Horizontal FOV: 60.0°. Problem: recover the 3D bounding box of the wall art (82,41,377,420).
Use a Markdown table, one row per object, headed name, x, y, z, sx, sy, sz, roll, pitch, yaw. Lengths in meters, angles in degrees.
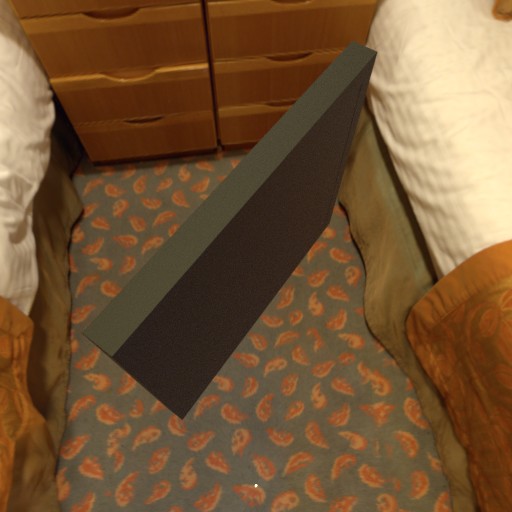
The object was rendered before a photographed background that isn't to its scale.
| name | x | y | z | sx | sy | sz | roll | pitch | yaw |
| --- | --- | --- | --- | --- | --- | --- | --- | --- | --- |
| wall art | 0.000 | 0.000 | 0.526 | 0.029 | 0.330 | 0.381 | 32 | 67 | 16 |
